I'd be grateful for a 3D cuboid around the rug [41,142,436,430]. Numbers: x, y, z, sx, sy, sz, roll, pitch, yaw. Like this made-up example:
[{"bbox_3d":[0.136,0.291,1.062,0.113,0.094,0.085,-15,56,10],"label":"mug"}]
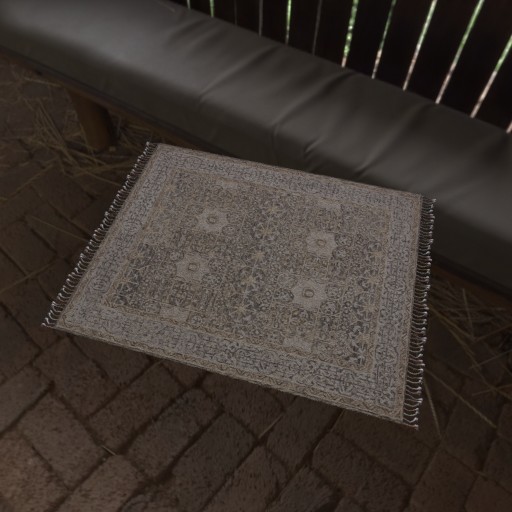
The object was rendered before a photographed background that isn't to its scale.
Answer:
[{"bbox_3d":[0.000,0.000,4.294,3.291,0.017,2.431,13,58,8],"label":"rug"}]
